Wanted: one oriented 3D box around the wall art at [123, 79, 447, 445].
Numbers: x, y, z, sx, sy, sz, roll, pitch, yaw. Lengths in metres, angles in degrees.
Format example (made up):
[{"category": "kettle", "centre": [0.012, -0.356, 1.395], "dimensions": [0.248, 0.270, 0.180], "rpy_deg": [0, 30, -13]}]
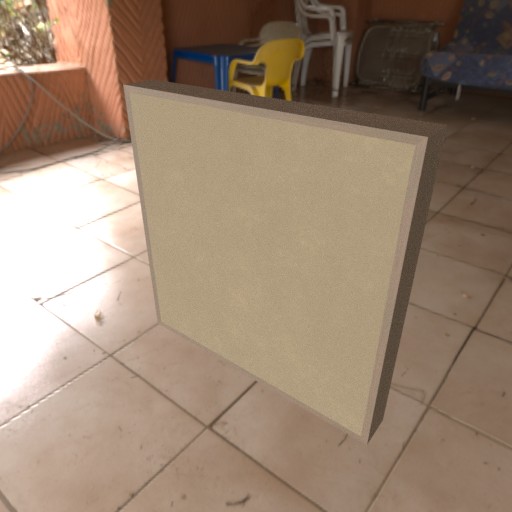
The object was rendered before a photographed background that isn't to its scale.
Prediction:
[{"category": "wall art", "centre": [0.000, 0.000, 0.450], "dimensions": [0.304, 0.303, 0.038], "rpy_deg": [22, 37, 32]}]
